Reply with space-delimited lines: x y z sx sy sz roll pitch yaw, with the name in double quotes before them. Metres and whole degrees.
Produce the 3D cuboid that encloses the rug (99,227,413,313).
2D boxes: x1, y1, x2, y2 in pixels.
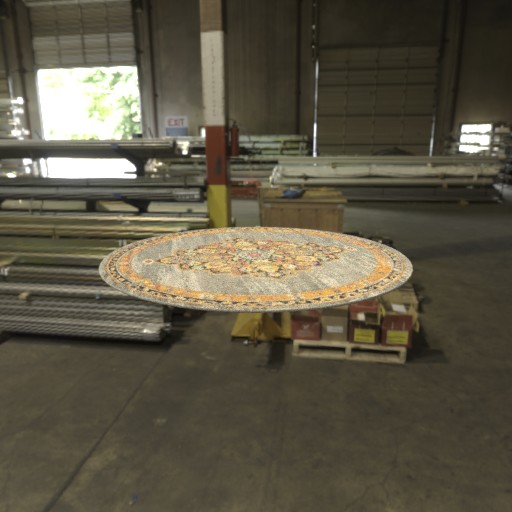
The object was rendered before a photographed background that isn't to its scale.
"rug" 0.000 0.000 2.381 1.598 0.010 1.598 0 15 0
